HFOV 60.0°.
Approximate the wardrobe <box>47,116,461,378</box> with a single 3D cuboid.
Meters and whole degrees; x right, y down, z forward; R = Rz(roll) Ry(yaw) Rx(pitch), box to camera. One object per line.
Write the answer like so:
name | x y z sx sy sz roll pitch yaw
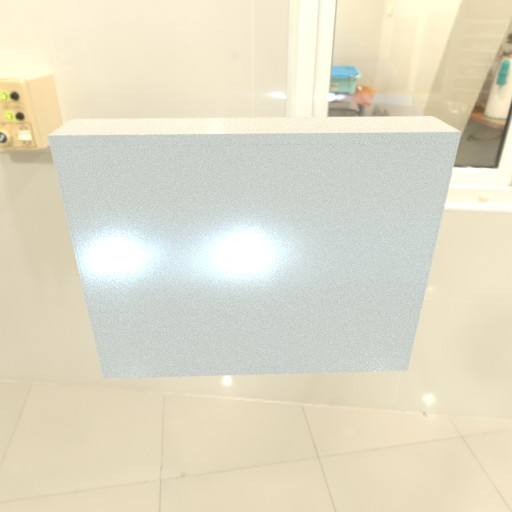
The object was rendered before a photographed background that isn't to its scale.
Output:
wardrobe | 0.000 0.000 4.041 3.000 2.360 0.580 -1 29 -2
